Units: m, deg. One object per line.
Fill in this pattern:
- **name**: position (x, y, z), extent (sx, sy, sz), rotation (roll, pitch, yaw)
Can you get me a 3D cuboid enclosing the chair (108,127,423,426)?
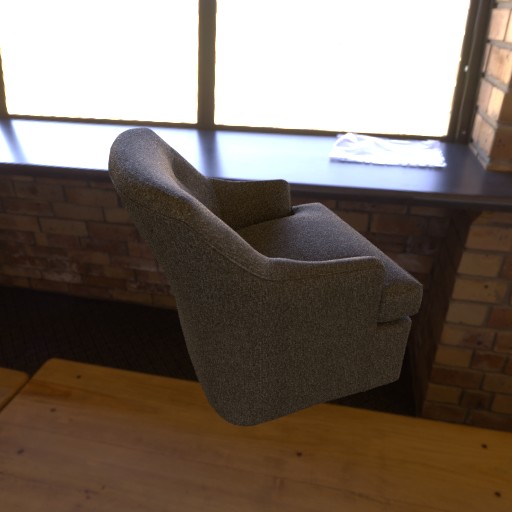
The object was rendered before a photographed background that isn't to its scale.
- **chair**: position (0.000, 0.000, 1.621), extent (0.923, 0.856, 0.864), rotation (-10, 31, -17)
